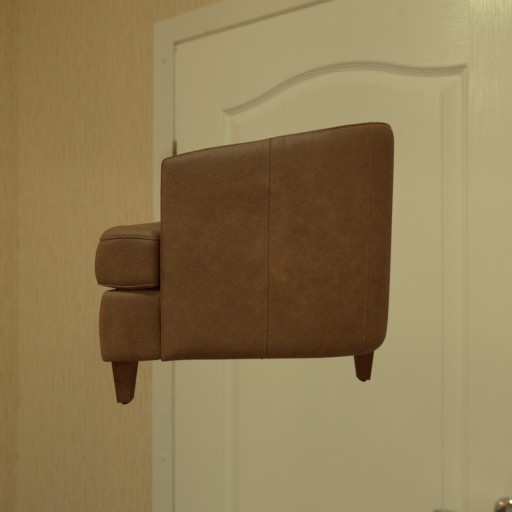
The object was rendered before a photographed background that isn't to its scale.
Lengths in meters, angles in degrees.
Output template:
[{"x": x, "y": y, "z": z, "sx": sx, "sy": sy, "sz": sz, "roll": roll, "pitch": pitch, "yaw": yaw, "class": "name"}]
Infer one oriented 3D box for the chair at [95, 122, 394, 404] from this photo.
[{"x": 0.000, "y": 0.000, "z": 1.742, "sx": 0.911, "sy": 0.836, "sz": 1.119, "roll": 0, "pitch": 0, "yaw": -1, "class": "chair"}]
